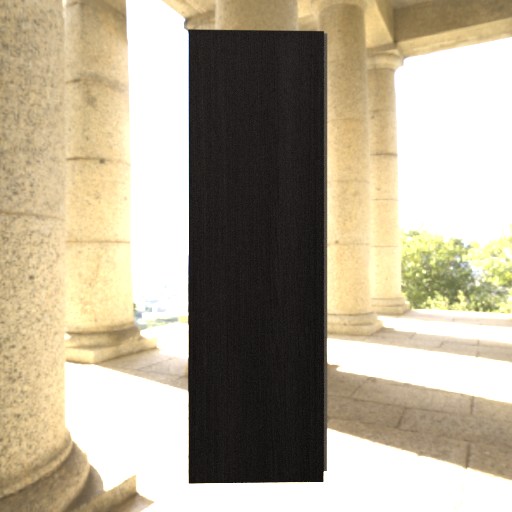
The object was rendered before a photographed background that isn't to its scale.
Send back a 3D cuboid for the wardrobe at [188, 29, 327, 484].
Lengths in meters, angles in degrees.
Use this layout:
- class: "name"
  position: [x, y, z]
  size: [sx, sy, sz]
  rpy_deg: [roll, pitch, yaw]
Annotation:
- class: "wardrobe"
  position: [0.000, 0.000, 2.801]
  size: [0.629, 1.960, 1.780]
  rpy_deg: [0, 0, -1]
